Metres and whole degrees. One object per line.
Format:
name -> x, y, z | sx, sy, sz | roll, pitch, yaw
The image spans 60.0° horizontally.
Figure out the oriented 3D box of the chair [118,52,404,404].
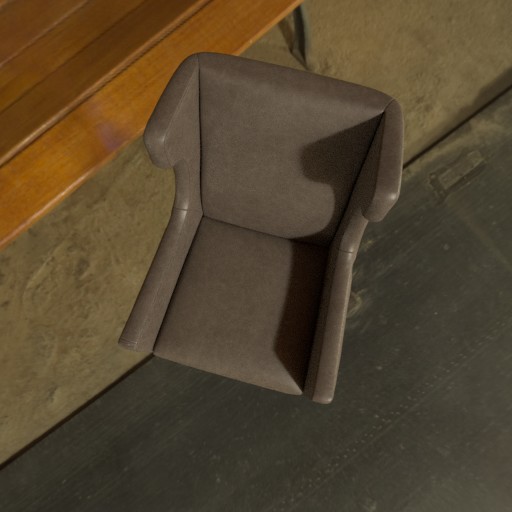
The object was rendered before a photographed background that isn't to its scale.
chair -> 0.000, 0.000, 1.632 | 0.769, 1.079, 0.899 | 15, 77, 3
